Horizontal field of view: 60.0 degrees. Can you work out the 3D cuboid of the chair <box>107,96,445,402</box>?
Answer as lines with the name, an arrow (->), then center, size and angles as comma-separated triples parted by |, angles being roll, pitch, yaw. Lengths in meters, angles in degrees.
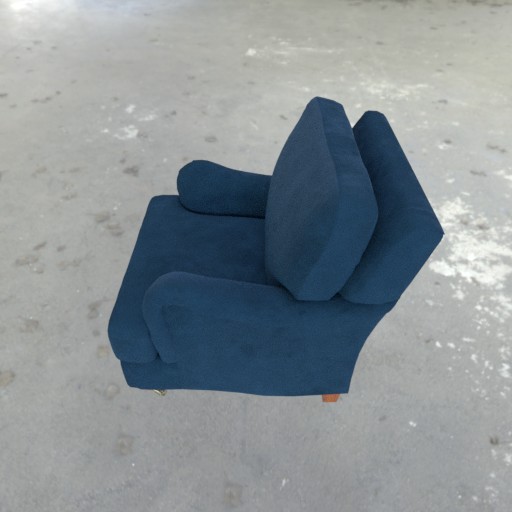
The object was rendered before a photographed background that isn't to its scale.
chair -> 0.000, 0.000, 1.847 | 1.078, 1.076, 0.895 | 0, 41, 0
